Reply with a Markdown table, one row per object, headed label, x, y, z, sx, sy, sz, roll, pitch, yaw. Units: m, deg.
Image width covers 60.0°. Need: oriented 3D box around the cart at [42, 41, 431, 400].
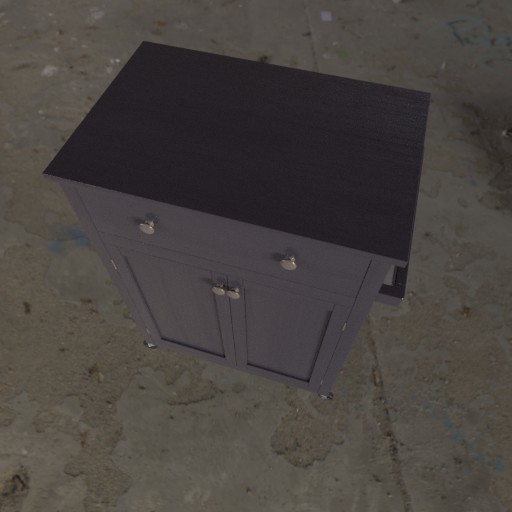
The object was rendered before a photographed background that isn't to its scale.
| label | x | y | z | sx | sy | sz | roll | pitch | yaw |
| --- | --- | --- | --- | --- | --- | --- | --- | --- | --- |
| cart | 0.000 | 0.000 | 1.231 | 0.690 | 0.878 | 0.449 | 14 | 58 | 9 |
